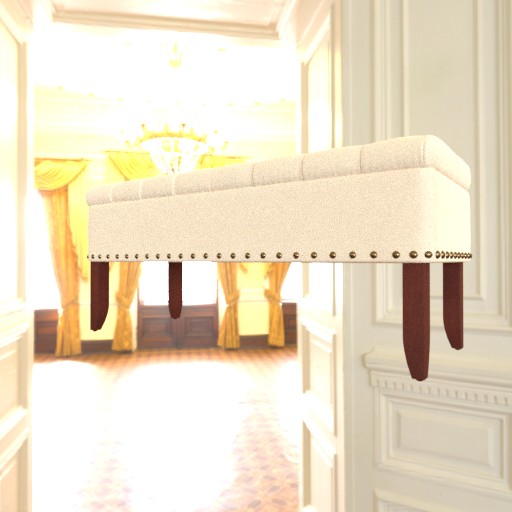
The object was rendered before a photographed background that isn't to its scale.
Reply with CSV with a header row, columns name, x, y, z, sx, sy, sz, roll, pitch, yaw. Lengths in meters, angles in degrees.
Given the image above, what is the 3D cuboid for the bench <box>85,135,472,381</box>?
name,x,y,z,sx,sy,sz,roll,pitch,yaw
bench,0.000,0.000,1.245,1.054,0.470,0.400,0,-1,35
